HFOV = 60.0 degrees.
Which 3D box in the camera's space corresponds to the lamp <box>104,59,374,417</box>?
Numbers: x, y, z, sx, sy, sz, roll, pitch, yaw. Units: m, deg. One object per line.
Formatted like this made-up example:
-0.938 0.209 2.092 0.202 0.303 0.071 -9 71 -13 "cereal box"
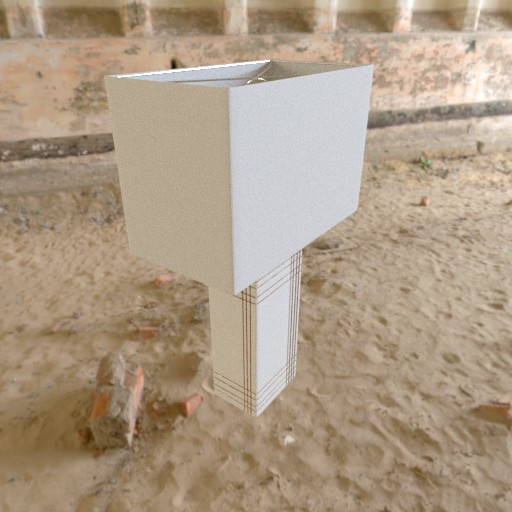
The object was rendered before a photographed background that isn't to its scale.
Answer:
0.000 0.000 0.695 0.182 0.543 0.334 19 33 32 "lamp"
